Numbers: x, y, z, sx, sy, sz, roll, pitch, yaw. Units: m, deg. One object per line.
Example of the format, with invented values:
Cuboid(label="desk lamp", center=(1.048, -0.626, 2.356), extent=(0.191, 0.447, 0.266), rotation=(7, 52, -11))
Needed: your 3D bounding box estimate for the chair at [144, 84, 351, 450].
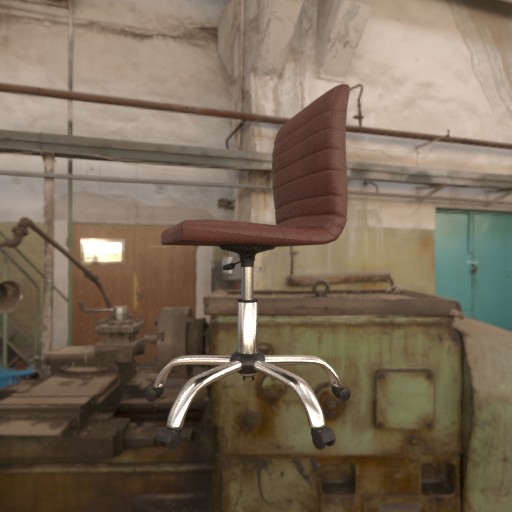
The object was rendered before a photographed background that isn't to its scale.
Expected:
Cuboid(label="chair", center=(0.000, 0.000, 1.127), extent=(0.530, 0.780, 0.556), rotation=(0, 0, -18))
